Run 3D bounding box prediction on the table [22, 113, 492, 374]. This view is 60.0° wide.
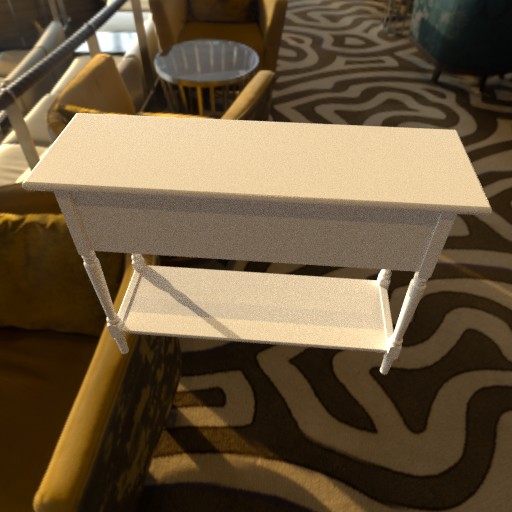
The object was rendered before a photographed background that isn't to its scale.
[{"bbox_3d":[0.000,0.000,1.534,1.191,0.814,0.386,4,45,4],"label":"table"}]
